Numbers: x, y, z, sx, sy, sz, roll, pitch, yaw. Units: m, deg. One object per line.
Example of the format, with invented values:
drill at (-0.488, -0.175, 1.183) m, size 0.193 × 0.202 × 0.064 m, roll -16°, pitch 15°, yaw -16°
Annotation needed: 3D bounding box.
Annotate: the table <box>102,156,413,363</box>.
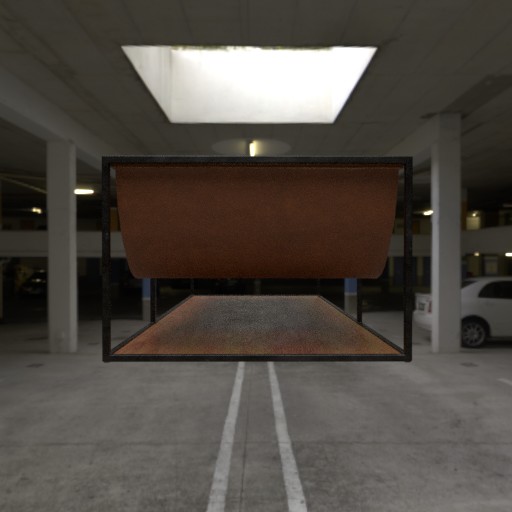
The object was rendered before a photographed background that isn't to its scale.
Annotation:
table at (0.000, 0.000, 1.451) m, size 0.597 × 0.403 × 1.199 m, roll 0°, pitch 0°, yaw 0°
